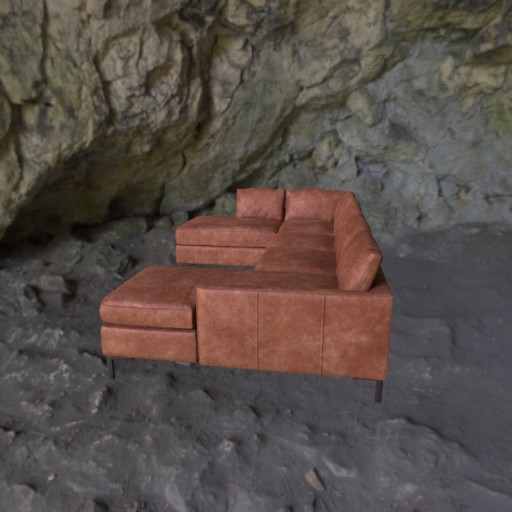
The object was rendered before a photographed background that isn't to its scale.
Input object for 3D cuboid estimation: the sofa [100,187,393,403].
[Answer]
[{"bbox_3d":[0.000,0.000,3.918,1.939,0.900,2.956,2,15,9],"label":"sofa"}]
